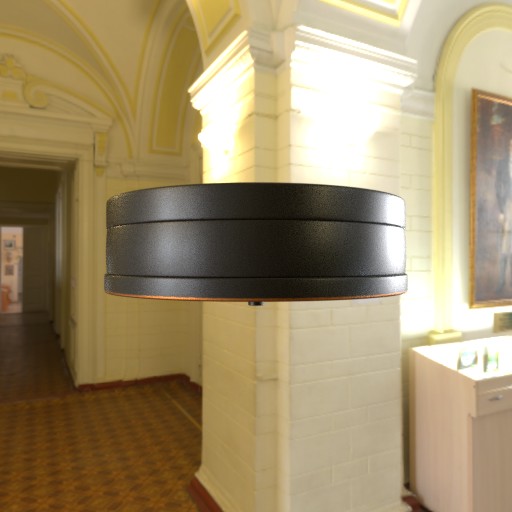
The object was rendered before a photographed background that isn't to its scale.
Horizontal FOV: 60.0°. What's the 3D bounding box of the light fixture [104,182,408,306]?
[{"bbox_3d":[0.000,0.000,0.438,0.283,0.097,0.283,0,-1,0],"label":"light fixture"}]
